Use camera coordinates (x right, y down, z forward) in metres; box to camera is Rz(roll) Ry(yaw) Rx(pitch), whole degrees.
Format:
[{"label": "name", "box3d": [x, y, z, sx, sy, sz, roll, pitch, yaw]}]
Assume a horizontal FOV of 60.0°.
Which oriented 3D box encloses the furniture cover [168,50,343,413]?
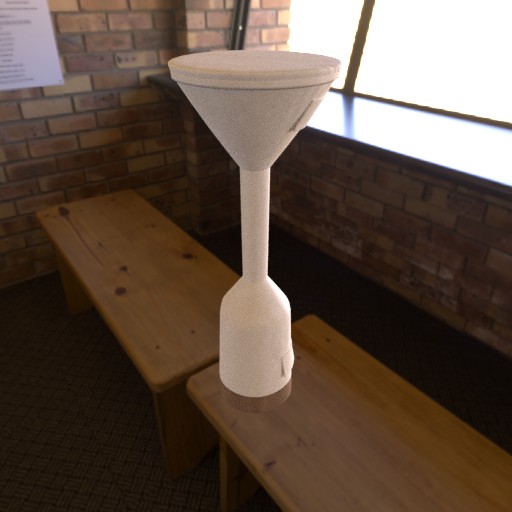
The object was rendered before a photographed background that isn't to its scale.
[{"label": "furniture cover", "box3d": [0.000, 0.000, 2.950, 0.914, 2.413, 0.914, 11, 32, 18]}]
